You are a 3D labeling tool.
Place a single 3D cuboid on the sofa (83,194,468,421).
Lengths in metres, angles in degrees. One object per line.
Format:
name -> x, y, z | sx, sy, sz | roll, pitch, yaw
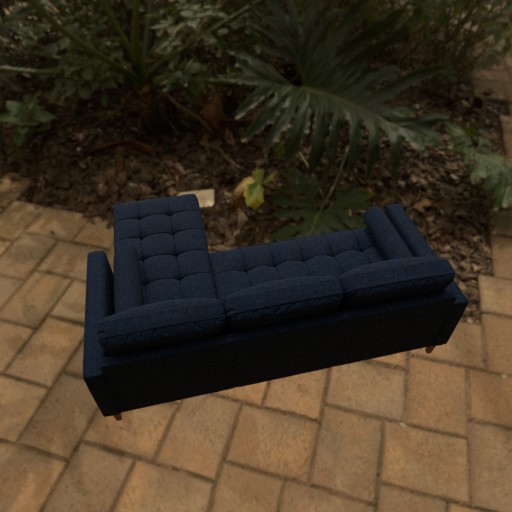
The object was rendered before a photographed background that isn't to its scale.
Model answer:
sofa -> 0.000, 0.000, 3.038 | 2.185, 0.841, 1.613 | -10, 47, -9
